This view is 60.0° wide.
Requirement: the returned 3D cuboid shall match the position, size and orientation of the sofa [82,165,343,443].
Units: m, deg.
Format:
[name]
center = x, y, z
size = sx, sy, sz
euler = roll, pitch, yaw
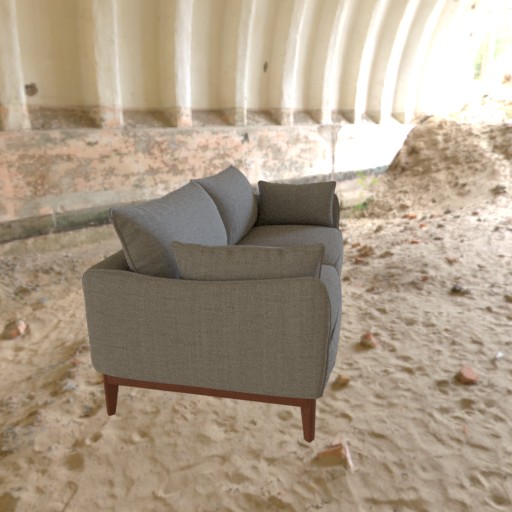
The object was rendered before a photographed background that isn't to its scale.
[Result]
[sofa]
center = 0.000, 0.000, 2.500
size = 0.972, 0.851, 1.989
euler = 3, 17, 11
